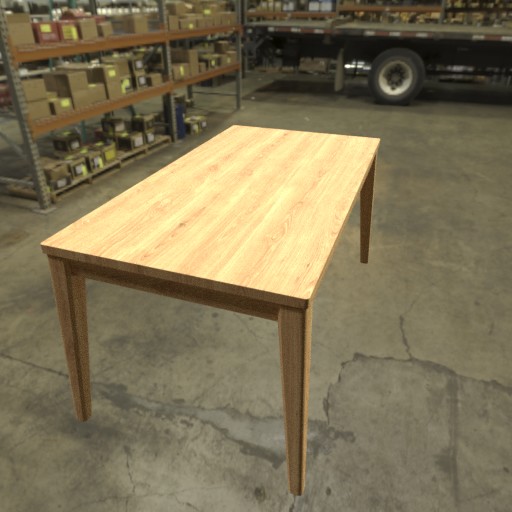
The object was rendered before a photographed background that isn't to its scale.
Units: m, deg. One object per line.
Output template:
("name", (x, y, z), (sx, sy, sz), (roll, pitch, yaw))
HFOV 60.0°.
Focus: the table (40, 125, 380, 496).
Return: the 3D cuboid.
("table", (0.000, 0.000, 2.033), (0.900, 0.760, 1.600), (10, 32, 17))
